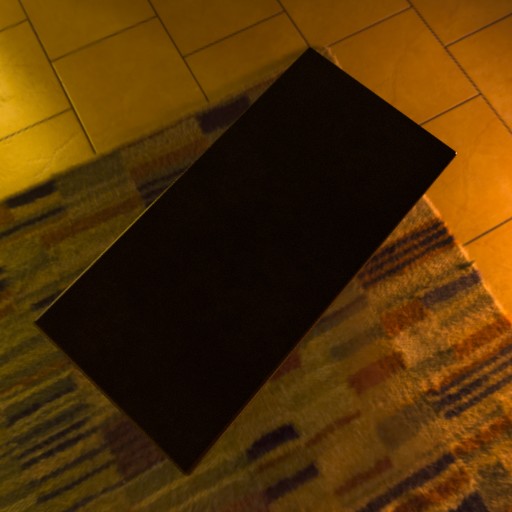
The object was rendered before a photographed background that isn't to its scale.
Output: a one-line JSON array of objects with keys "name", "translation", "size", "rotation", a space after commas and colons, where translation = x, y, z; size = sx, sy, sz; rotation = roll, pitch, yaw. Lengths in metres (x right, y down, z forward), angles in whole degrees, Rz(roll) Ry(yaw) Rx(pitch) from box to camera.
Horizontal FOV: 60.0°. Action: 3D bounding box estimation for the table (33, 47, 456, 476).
[{"name": "table", "translation": [0.000, 0.000, 1.481], "size": [0.580, 0.487, 1.171], "rotation": [40, 79, 10]}]
